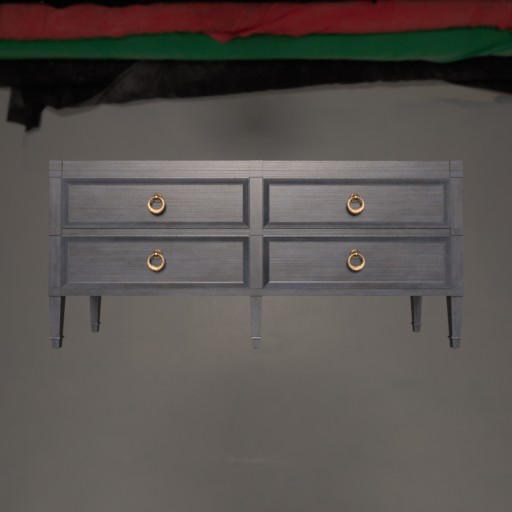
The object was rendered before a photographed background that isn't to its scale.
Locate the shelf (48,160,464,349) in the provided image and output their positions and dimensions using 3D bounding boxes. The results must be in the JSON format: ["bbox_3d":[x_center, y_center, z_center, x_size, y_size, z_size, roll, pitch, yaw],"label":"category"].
[{"bbox_3d":[0.000,0.000,1.903,1.575,0.719,0.479,0,-1,0],"label":"shelf"}]
